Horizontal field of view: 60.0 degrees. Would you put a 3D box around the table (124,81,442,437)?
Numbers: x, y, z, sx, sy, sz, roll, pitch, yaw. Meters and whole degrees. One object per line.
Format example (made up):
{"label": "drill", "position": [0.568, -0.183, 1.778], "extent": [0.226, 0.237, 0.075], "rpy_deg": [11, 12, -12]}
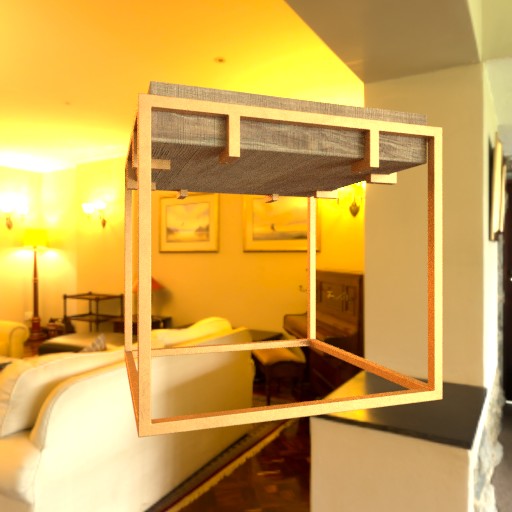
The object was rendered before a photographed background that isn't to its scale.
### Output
{"label": "table", "position": [0.000, 0.000, 1.091], "extent": [0.599, 0.584, 0.599], "rpy_deg": [0, 0, -19]}
